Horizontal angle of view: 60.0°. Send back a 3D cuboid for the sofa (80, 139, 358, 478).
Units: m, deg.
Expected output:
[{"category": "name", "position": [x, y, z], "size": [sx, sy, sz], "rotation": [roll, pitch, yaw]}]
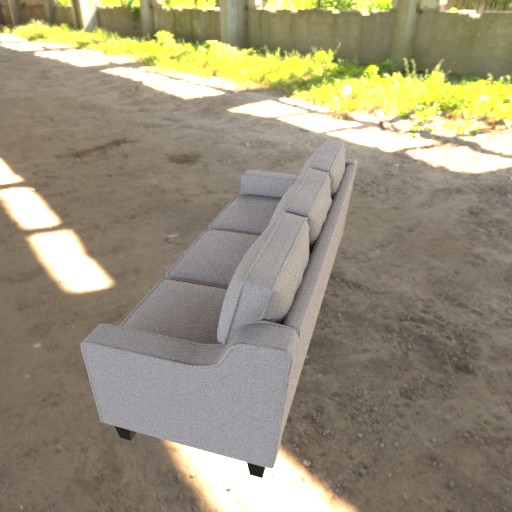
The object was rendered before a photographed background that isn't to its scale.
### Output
[{"category": "sofa", "position": [0.000, 0.000, 2.587], "size": [0.899, 0.950, 2.129], "rotation": [9, 31, 15]}]
